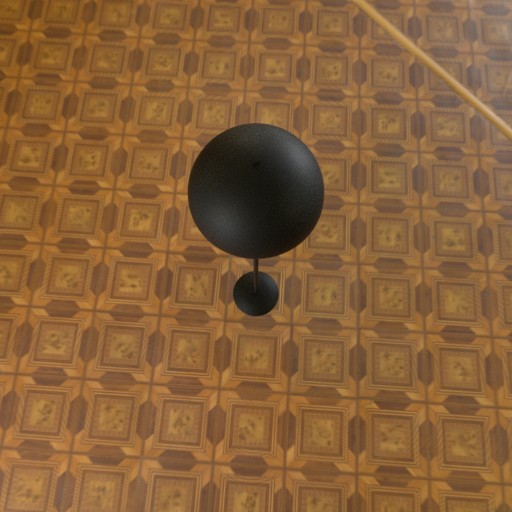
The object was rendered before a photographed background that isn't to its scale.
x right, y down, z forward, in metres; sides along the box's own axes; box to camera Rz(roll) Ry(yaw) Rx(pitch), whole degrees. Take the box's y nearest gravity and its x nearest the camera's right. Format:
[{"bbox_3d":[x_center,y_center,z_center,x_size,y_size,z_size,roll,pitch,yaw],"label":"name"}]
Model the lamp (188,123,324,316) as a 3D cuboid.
[{"bbox_3d":[0.000,0.000,1.619,0.328,1.480,0.328,3,75,1],"label":"lamp"}]
